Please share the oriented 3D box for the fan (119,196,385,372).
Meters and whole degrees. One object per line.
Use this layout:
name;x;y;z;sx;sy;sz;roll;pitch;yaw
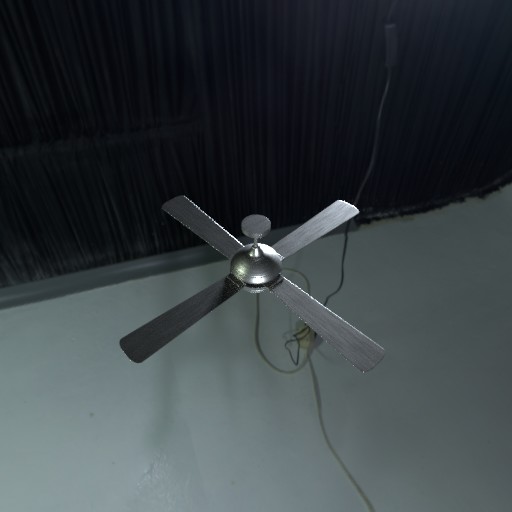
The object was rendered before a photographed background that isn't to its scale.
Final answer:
fan;0.000;0.000;2.008;1.321;0.381;1.321;-16;47;-15
